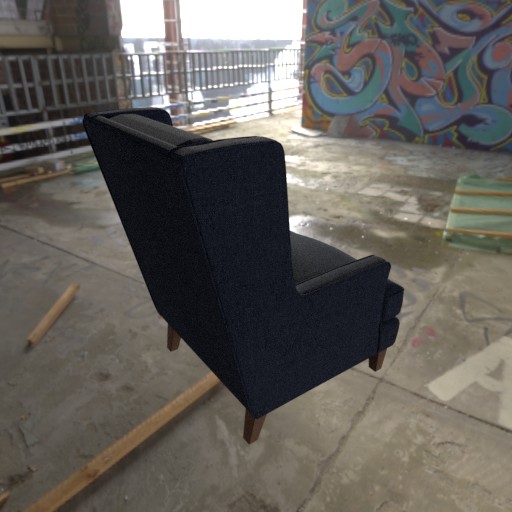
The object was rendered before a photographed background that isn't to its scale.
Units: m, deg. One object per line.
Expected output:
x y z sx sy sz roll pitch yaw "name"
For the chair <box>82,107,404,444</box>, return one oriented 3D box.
0.000 0.000 1.727 0.947 1.072 0.764 -17 31 -31 "chair"
